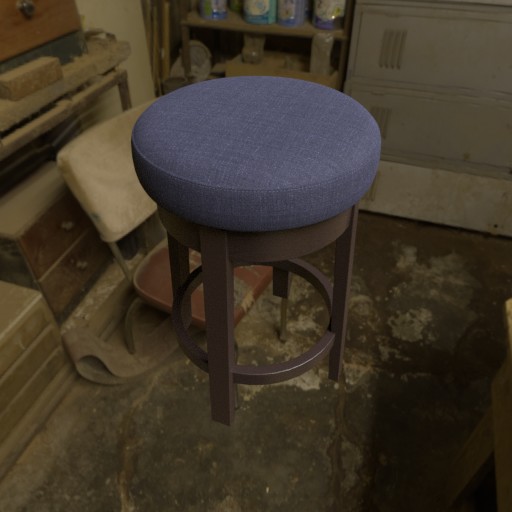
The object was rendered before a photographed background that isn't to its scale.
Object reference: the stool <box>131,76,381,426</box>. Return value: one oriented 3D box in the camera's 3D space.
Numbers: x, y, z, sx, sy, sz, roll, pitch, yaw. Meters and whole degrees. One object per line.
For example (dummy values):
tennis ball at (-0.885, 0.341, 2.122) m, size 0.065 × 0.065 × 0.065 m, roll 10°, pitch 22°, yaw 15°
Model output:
stool at (0.000, 0.000, 0.958) m, size 0.449 × 0.655 × 0.449 m, roll 0°, pitch 41°, yaw 0°
